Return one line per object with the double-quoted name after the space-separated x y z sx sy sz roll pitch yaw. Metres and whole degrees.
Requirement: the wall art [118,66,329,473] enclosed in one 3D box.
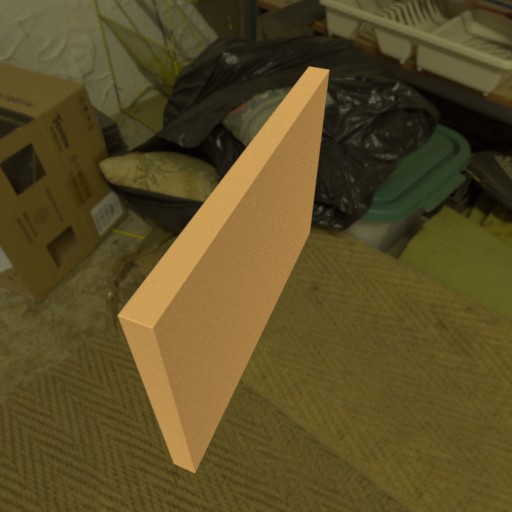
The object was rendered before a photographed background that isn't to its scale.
0.000 0.000 0.766 0.039 0.407 0.609 17 49 15 "wall art"
